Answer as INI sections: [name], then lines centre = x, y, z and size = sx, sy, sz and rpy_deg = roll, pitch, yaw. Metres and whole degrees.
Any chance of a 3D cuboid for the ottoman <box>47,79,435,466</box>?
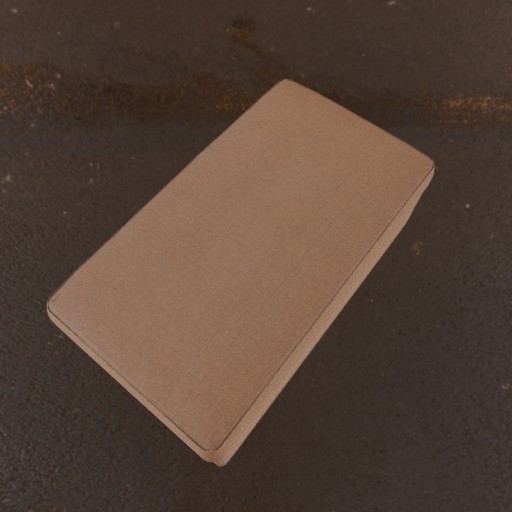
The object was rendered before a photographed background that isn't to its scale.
[ottoman]
centre = 0.000, 0.000, 1.429
size = 0.617, 0.448, 1.097
rpy_deg = 35, 69, 16
